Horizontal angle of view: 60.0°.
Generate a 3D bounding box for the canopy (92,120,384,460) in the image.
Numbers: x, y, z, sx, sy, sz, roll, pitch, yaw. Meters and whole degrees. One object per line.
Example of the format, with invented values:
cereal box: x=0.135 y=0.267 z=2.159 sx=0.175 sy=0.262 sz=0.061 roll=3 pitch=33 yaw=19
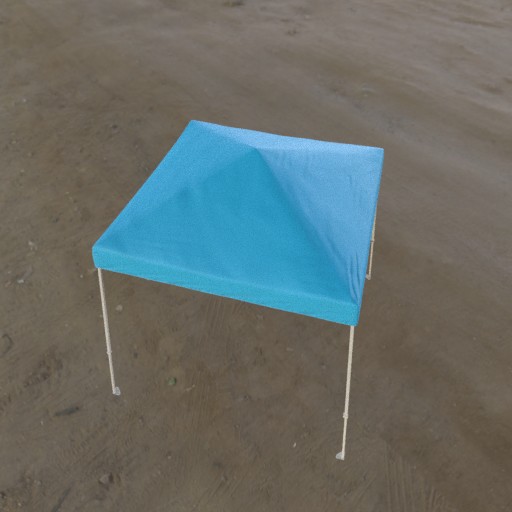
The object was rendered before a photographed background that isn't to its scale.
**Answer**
canopy: x=0.000 y=0.000 z=6.465 sx=3.599 sy=3.600 sz=3.600 roll=12 pitch=47 yaw=11
